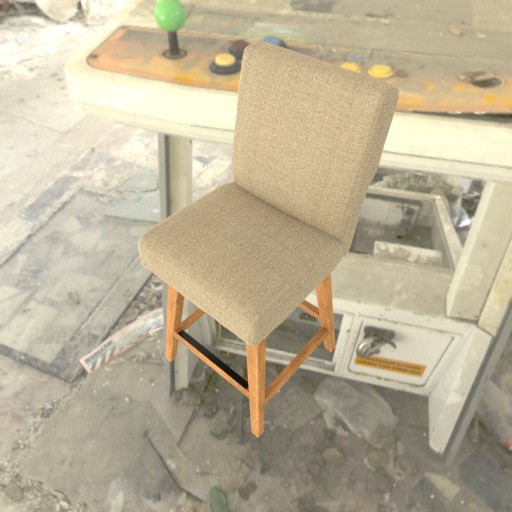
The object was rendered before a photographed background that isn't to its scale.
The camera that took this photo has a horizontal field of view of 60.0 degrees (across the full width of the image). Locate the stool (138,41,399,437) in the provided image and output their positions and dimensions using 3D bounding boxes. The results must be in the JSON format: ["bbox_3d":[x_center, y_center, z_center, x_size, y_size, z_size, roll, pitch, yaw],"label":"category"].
[{"bbox_3d":[0.000,0.000,1.323,0.459,1.010,0.526,32,54,27],"label":"stool"}]
